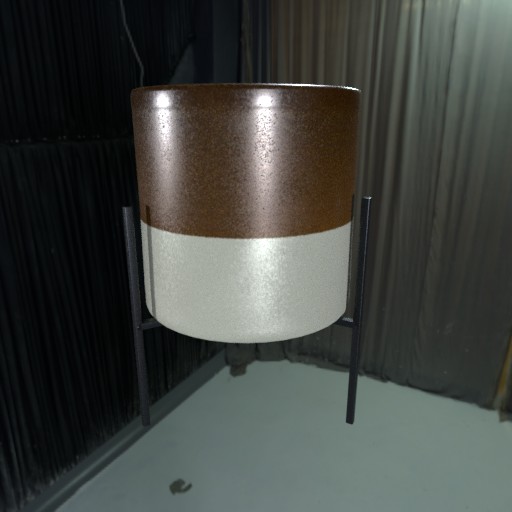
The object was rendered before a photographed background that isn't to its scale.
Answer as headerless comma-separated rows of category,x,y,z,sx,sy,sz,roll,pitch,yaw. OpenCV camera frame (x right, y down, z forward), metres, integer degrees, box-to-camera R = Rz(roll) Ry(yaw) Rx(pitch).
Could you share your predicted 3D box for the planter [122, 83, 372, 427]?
planter,0.000,0.000,0.536,0.269,0.375,0.255,9,20,27
